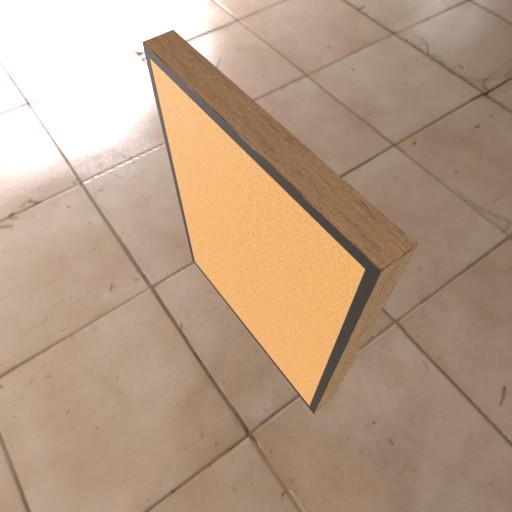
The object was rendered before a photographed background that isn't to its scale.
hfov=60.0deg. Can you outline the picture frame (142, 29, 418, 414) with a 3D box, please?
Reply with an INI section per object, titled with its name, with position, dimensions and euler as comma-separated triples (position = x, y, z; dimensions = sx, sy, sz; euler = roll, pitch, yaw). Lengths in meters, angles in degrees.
[picture frame]
position = 0.000, 0.000, 0.701
dimensions = 0.046, 0.526, 0.421
euler = -32, 63, -19
